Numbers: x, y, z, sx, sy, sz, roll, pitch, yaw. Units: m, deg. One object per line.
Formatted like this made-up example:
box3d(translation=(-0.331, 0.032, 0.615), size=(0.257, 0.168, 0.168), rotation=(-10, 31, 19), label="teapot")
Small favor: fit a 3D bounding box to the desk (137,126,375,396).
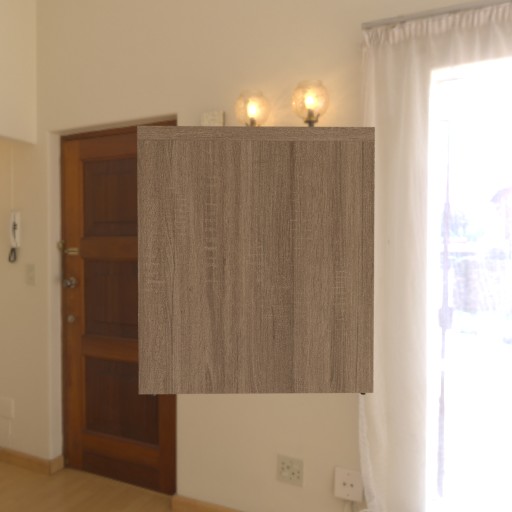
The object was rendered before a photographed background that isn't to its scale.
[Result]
box3d(translation=(0.000, 0.000, 2.094), size=(0.690, 0.760, 1.700), rotation=(0, 1, -1), label="desk")
